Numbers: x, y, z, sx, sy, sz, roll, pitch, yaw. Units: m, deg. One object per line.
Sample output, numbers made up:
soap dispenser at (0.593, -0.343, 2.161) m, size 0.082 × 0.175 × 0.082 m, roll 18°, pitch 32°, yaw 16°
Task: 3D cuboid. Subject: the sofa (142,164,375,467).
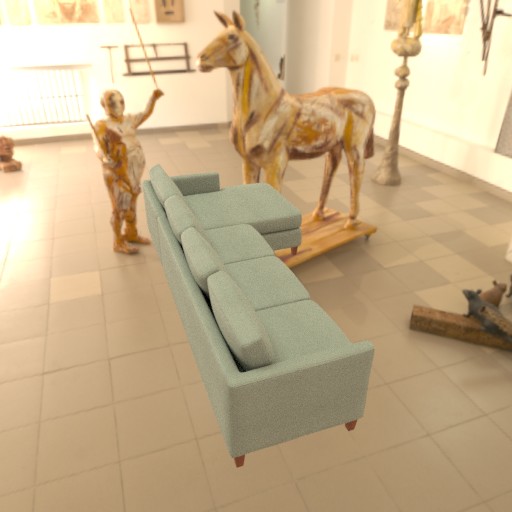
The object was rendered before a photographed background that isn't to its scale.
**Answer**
sofa at (0.000, 0.000, 4.123) m, size 1.604 × 0.950 × 3.471 m, roll -10°, pitch 31°, yaw -18°
